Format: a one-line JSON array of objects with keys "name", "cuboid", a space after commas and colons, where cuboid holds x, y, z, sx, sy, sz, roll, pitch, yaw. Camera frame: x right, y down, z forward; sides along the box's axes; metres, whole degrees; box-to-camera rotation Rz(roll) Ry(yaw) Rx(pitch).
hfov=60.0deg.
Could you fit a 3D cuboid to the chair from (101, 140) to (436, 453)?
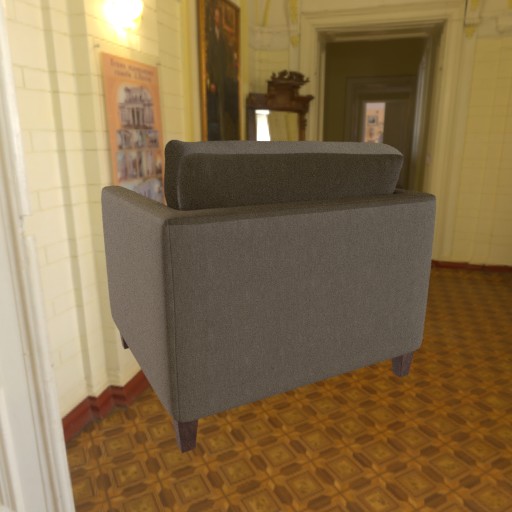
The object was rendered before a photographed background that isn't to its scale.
[{"name": "chair", "cuboid": [0.000, 0.000, 1.889, 1.107, 0.963, 0.959, -8, 17, -28]}]
